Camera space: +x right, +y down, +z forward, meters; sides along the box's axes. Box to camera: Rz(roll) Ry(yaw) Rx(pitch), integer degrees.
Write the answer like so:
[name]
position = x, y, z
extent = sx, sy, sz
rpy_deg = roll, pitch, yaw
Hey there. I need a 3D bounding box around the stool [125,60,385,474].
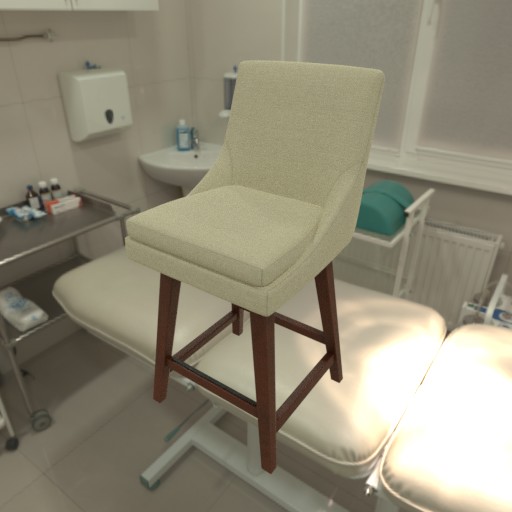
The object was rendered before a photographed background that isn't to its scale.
[stool]
position = 0.000, 0.000, 1.282
extent = 0.469, 0.991, 0.559
rpy_deg = 19, 34, 31
